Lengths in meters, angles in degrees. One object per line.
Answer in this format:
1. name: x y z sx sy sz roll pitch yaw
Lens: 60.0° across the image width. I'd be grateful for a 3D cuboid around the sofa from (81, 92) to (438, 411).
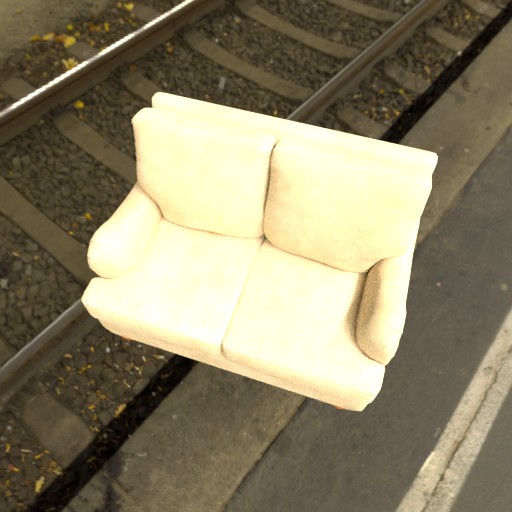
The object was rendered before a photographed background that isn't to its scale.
1. sofa: 0.000 0.000 2.279 1.498 1.087 1.086 15 59 10
